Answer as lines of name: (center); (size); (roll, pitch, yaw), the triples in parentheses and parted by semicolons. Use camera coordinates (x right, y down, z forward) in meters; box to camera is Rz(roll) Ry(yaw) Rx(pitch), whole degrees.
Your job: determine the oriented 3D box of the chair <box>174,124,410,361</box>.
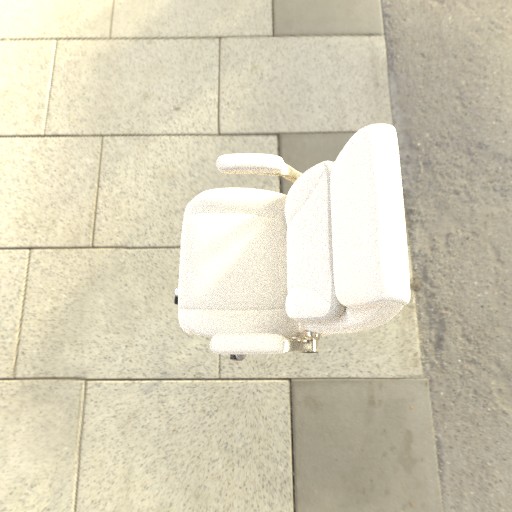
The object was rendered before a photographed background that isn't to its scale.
chair: (0.000, 0.000, 1.665); (0.794, 1.110, 0.740); (-3, 75, -1)
